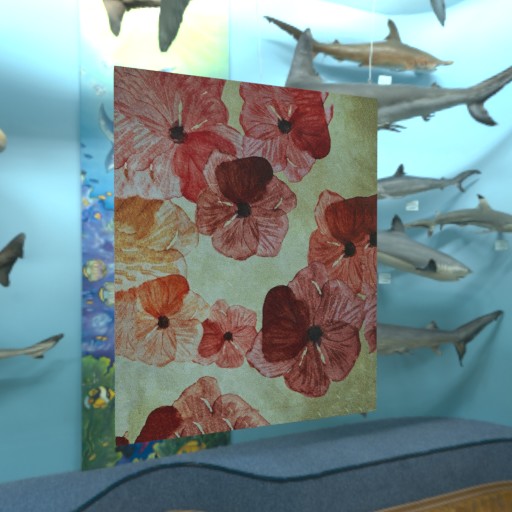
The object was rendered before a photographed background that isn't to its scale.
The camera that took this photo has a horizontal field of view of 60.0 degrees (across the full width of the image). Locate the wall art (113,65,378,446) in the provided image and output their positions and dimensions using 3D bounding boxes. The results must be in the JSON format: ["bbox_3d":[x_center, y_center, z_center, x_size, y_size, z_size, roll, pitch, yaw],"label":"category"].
[{"bbox_3d":[0.000,0.000,0.668,0.406,0.508,0.028,0,1,-19],"label":"wall art"}]
